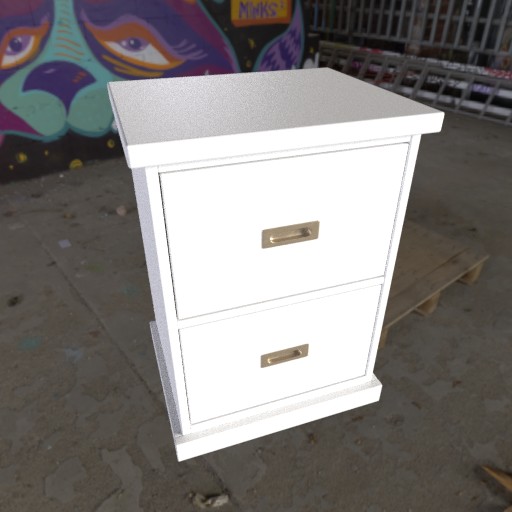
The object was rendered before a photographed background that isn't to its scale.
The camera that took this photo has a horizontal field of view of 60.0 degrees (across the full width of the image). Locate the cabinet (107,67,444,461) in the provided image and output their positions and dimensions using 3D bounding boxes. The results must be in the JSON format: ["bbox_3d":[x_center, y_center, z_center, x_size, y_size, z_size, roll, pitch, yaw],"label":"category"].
[{"bbox_3d":[0.000,0.000,1.034,0.520,0.723,0.431,-11,34,-16],"label":"cabinet"}]
